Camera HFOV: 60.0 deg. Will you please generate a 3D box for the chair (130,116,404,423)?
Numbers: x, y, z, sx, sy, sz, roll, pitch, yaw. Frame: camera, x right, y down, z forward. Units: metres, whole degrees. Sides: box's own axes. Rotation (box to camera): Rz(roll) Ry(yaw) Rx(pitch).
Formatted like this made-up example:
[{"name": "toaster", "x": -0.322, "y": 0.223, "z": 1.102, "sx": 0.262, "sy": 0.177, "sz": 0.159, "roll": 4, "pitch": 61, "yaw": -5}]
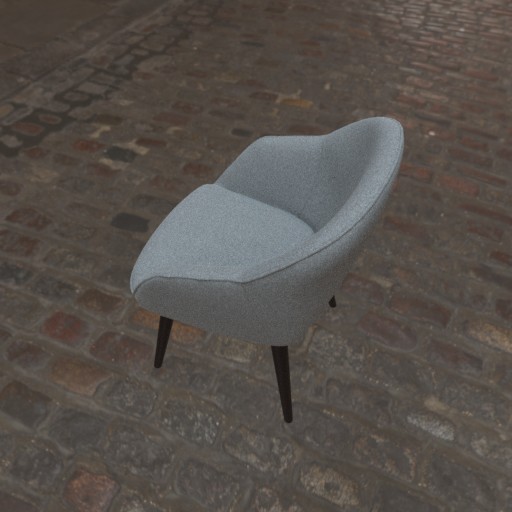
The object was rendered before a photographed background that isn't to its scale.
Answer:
[{"name": "chair", "x": 0.000, "y": 0.000, "z": 1.233, "sx": 0.611, "sy": 0.810, "sz": 0.589, "roll": 18, "pitch": 50, "yaw": 16}]
